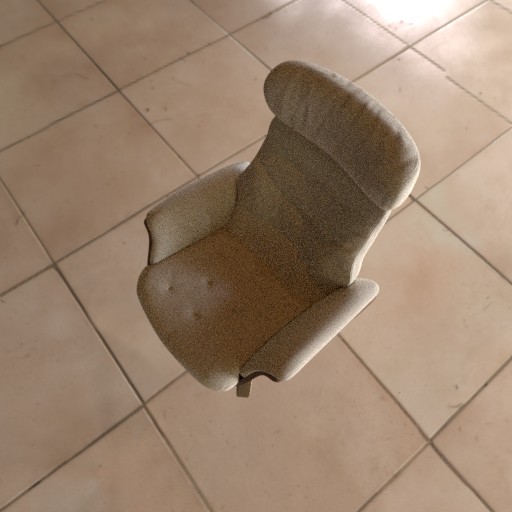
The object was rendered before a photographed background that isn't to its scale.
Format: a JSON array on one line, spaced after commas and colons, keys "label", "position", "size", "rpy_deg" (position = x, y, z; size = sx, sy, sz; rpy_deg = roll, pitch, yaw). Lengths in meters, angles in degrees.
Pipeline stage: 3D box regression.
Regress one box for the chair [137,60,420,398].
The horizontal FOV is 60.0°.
[{"label": "chair", "position": [0.000, 0.000, 1.530], "size": [0.837, 0.995, 0.785], "rpy_deg": [-36, 68, -17]}]
